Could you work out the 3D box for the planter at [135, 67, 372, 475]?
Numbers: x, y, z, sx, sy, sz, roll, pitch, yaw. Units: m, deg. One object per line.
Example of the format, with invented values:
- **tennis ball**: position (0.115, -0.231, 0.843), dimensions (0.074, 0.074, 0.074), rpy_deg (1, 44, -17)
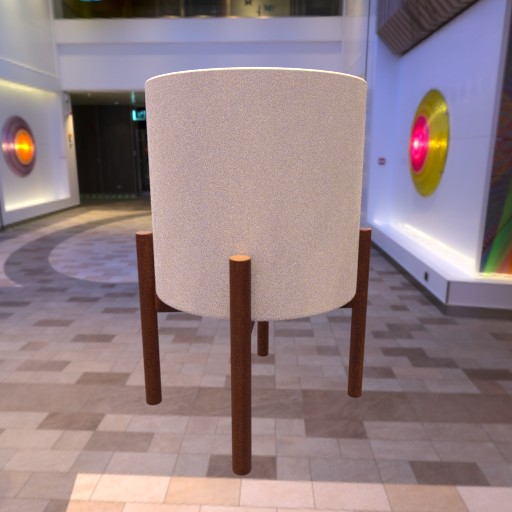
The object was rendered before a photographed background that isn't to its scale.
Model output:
- **planter**: position (0.000, 0.000, 0.932), dimensions (0.417, 0.670, 0.417), rpy_deg (-13, 18, -43)
